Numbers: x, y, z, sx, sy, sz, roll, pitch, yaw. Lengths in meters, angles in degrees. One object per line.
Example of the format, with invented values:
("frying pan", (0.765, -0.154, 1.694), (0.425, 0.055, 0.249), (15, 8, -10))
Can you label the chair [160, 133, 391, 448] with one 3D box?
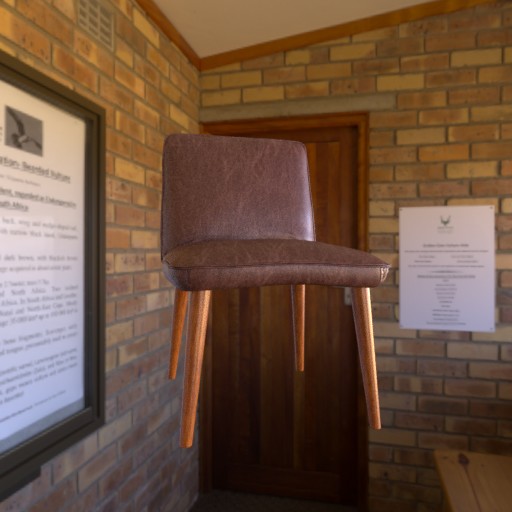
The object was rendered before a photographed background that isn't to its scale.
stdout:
("chair", (0.000, 0.000, 1.237), (0.543, 0.803, 0.645), (0, 0, -18))
